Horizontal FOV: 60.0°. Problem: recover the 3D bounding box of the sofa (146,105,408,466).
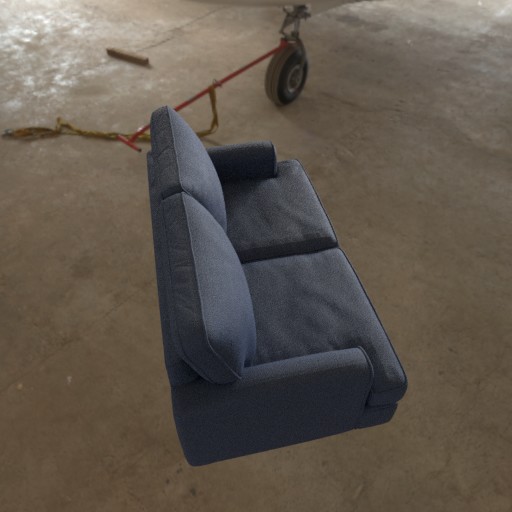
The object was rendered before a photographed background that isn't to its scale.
[{"bbox_3d":[0.000,0.000,2.223,0.965,0.965,1.651,-9,47,-9],"label":"sofa"}]
